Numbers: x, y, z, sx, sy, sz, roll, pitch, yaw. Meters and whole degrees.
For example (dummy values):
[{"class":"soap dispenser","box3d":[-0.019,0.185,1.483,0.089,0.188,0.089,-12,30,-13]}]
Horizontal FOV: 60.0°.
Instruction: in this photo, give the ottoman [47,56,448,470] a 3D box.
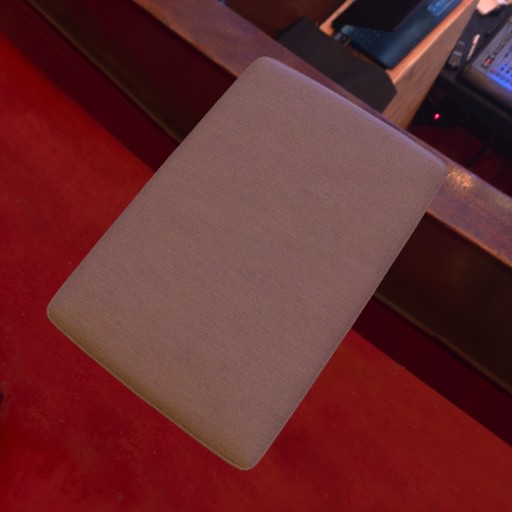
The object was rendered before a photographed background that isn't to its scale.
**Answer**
[{"class":"ottoman","box3d":[0.000,0.000,1.296,0.636,0.480,0.941,35,77,9]}]
